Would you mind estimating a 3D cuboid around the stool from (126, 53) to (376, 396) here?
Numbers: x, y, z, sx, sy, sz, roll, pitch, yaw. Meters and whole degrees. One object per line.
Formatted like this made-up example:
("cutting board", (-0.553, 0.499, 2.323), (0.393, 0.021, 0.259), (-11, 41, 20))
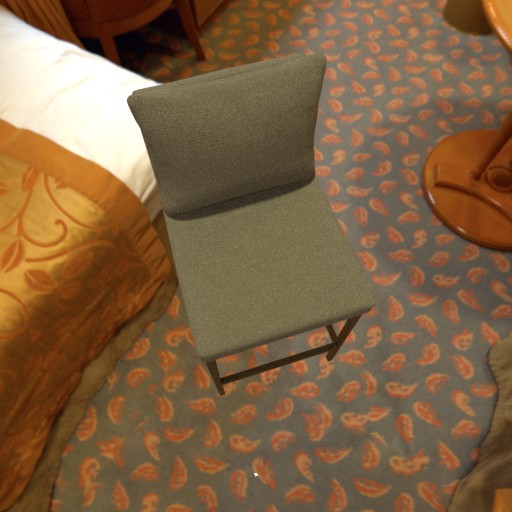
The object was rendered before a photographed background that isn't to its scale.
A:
("stool", (0.000, 0.000, 1.316), (0.463, 1.031, 0.569), (-16, 65, -8))
